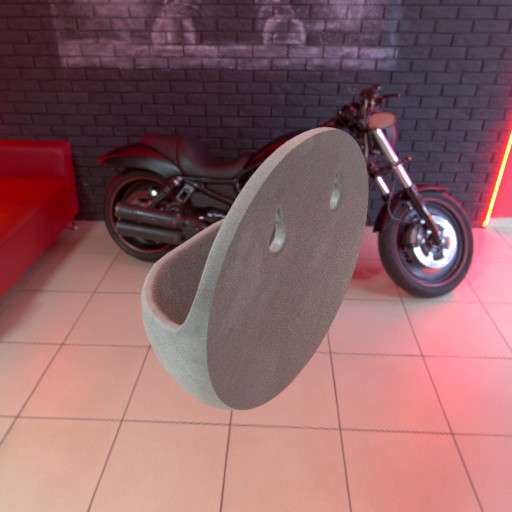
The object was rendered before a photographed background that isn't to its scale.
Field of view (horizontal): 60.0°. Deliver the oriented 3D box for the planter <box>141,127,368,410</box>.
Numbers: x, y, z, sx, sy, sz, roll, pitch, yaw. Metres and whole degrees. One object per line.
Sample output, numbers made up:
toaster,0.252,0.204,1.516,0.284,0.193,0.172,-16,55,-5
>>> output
planter,0.000,0.000,0.278,0.073,0.164,0.190,20,36,30
